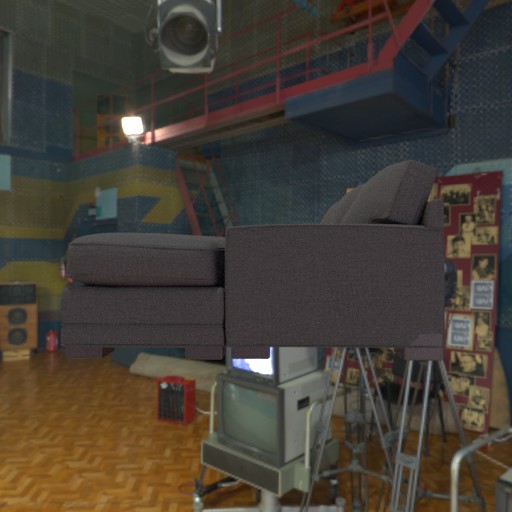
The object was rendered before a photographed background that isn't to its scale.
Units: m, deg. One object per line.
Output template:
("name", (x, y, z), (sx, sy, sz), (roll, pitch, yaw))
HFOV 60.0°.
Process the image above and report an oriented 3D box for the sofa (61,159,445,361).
("sofa", (0.000, 0.000, 3.193), (1.790, 0.973, 2.370), (0, 0, 2))
